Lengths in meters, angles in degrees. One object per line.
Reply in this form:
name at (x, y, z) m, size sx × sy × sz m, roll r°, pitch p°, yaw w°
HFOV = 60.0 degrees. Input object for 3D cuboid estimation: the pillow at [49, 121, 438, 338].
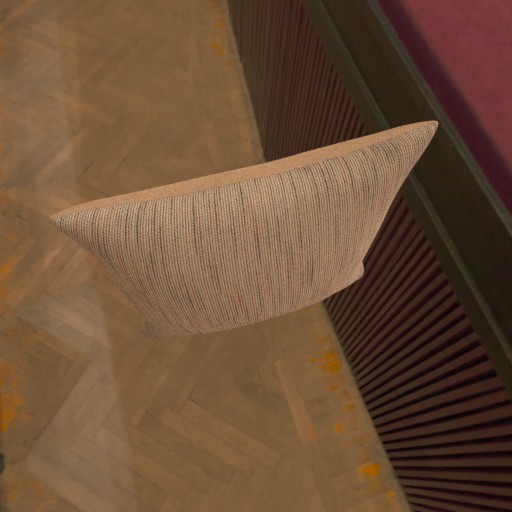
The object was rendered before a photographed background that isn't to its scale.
pillow at (0.000, 0.000, 0.773) m, size 0.512 × 0.506 × 0.178 m, roll -15°, pitch 66°, yaw -7°
